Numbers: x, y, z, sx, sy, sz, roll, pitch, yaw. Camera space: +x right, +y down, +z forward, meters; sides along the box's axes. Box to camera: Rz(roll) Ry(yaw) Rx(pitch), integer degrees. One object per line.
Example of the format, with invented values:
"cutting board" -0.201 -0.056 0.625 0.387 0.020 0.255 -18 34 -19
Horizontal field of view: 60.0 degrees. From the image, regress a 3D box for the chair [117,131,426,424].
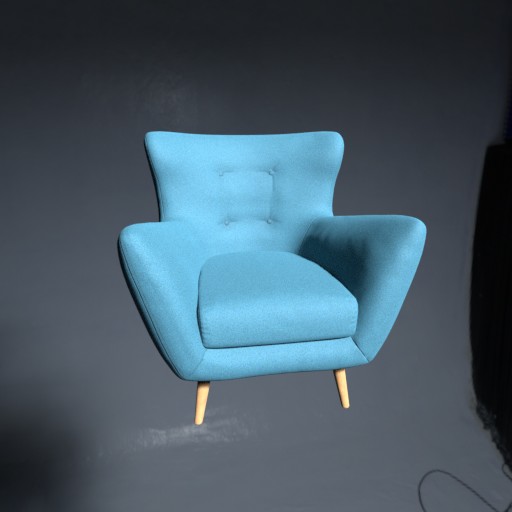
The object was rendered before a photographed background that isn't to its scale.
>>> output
"chair" 0.000 0.000 1.644 0.890 0.889 0.889 -3 16 -10
